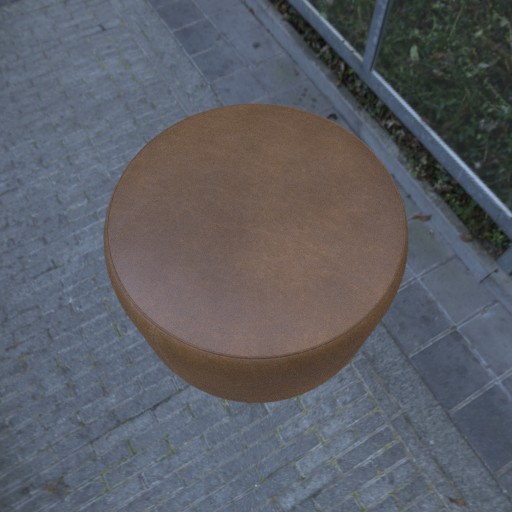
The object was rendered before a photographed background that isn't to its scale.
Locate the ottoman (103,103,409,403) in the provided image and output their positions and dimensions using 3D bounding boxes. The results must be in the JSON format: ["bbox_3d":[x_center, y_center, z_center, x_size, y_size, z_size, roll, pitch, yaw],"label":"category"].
[{"bbox_3d":[0.000,0.000,1.018,0.607,0.438,0.607,0,63,0],"label":"ottoman"}]
